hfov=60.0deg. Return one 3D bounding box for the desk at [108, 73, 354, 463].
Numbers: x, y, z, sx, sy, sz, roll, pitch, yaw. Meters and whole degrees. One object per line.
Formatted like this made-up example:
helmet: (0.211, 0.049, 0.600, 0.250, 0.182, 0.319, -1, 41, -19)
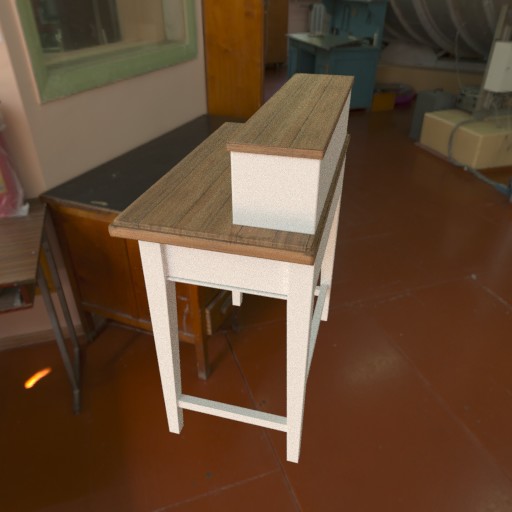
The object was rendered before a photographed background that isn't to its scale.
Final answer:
desk: (0.000, 0.000, 1.422, 0.462, 0.981, 0.814, 8, 34, 13)
